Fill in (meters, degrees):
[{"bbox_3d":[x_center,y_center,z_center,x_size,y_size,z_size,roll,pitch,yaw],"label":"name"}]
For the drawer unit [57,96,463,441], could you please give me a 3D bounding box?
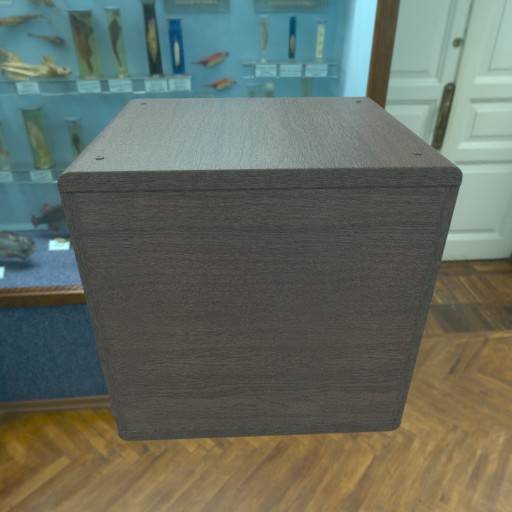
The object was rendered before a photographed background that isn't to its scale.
[{"bbox_3d":[0.000,0.000,0.581,0.344,0.344,0.290,-1,31,-2],"label":"drawer unit"}]
